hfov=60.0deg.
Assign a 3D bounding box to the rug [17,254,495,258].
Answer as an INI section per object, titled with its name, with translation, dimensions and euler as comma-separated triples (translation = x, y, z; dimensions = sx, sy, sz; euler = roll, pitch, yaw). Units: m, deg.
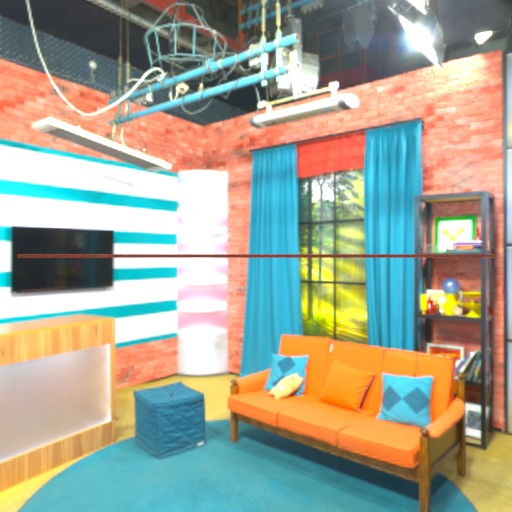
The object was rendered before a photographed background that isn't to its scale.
[rug]
translation = 0.000, 0.000, 2.301
dimensions = 1.829, 0.014, 1.219
euler = 0, 0, -1
